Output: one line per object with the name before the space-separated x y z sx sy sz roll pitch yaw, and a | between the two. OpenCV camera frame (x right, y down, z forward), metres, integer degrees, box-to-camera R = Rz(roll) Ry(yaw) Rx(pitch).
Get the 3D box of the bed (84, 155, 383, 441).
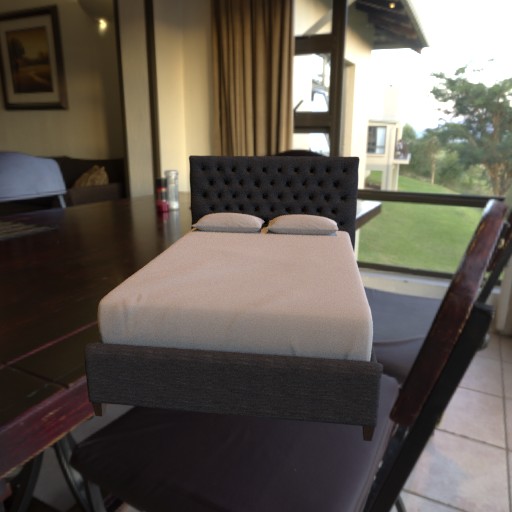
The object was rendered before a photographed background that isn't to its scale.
bed | 0.000 0.000 3.477 1.698 1.427 2.387 2 16 8
